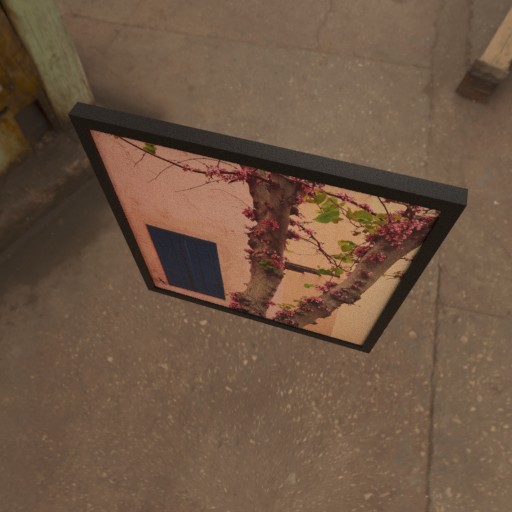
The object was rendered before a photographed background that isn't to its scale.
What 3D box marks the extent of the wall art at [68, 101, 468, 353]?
[{"bbox_3d":[0.000,0.000,1.146,0.762,0.762,0.038,15,60,9],"label":"wall art"}]
